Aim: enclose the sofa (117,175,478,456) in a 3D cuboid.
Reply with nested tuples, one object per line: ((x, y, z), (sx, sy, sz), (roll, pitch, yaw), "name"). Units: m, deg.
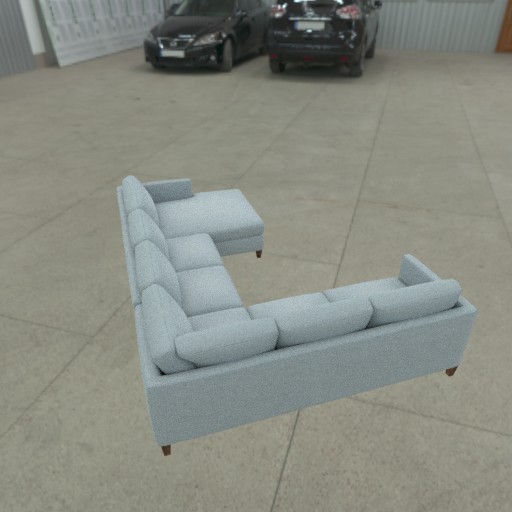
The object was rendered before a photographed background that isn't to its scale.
((0.000, 0.000, 4.550), (2.551, 0.889, 3.403), (-10, 33, -15), "sofa")
